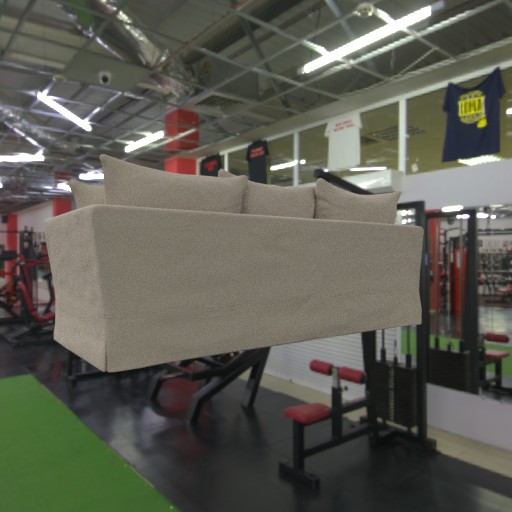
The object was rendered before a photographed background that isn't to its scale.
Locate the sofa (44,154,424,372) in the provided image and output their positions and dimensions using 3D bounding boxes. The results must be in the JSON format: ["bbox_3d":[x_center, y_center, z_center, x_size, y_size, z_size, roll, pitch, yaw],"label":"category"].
[{"bbox_3d":[0.000,0.000,3.052,2.499,1.047,1.046,0,0,-37],"label":"sofa"}]
